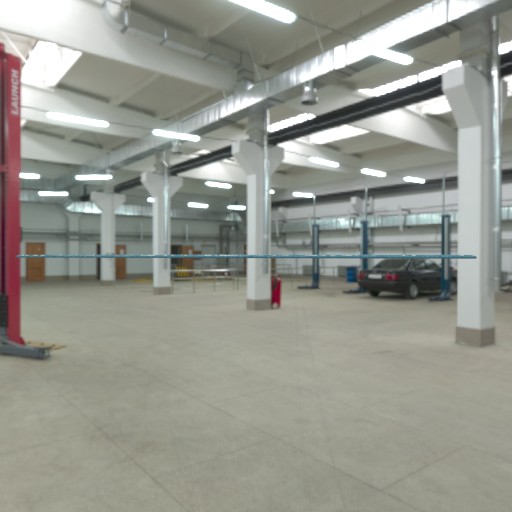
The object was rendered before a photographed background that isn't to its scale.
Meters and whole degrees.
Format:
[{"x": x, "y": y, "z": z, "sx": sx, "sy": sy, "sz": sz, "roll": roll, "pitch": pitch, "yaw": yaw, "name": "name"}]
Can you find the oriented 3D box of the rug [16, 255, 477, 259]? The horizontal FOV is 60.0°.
[{"x": 0.000, "y": 0.000, "z": 3.378, "sx": 2.746, "sy": 0.018, "sz": 1.816, "roll": 0, "pitch": 0, "yaw": 17, "name": "rug"}]
